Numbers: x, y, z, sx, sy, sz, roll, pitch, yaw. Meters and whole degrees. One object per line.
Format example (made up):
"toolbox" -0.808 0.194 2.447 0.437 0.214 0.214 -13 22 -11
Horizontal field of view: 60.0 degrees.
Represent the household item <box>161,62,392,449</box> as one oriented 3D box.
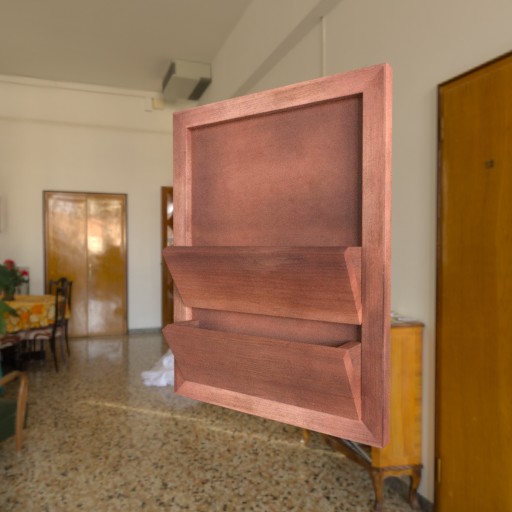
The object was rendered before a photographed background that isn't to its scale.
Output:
"household item" 0.000 0.000 0.541 0.310 0.407 0.067 1 2 34
